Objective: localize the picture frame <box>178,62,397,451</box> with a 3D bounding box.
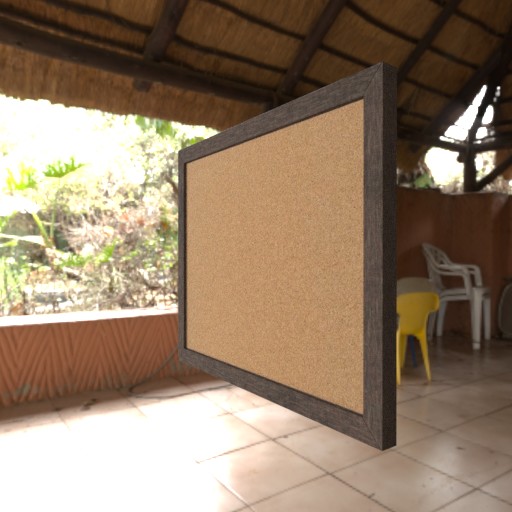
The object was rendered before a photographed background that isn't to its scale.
[{"bbox_3d":[0.000,0.000,0.747,0.026,0.455,0.546,0,0,-35],"label":"picture frame"}]
